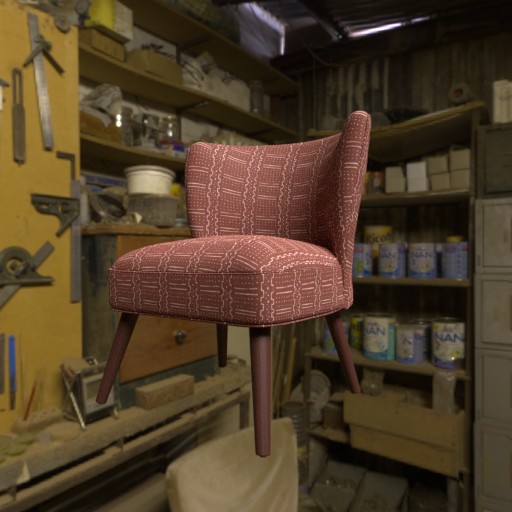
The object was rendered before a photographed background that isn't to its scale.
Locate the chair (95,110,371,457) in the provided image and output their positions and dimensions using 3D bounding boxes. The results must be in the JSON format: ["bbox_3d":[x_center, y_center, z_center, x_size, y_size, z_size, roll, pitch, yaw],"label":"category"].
[{"bbox_3d":[0.000,0.000,1.415,0.706,0.866,0.758,0,0,36],"label":"chair"}]
